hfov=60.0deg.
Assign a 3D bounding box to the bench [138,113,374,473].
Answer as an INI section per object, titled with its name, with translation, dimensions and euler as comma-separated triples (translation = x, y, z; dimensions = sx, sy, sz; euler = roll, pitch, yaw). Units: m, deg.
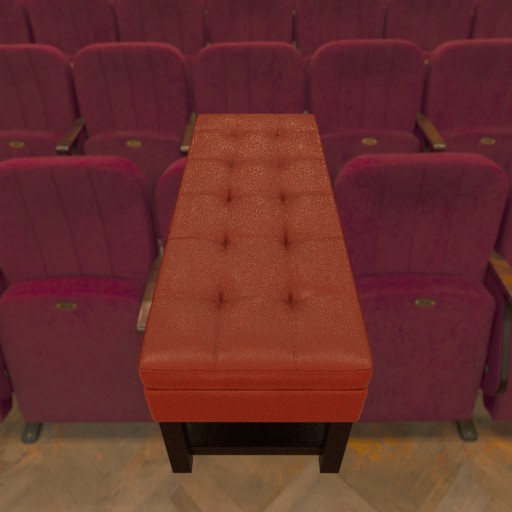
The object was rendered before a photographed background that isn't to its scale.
[bench]
translation = 0.000, 0.000, 1.331
dimensions = 0.432, 0.460, 1.105
euler = 0, 41, 0
